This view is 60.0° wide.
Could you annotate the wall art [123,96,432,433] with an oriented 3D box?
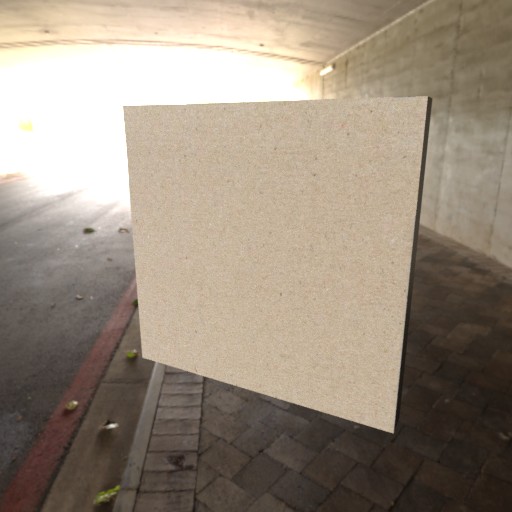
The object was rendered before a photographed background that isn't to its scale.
[{"bbox_3d":[0.000,0.000,0.485,0.327,0.318,0.029,8,18,27],"label":"wall art"}]
